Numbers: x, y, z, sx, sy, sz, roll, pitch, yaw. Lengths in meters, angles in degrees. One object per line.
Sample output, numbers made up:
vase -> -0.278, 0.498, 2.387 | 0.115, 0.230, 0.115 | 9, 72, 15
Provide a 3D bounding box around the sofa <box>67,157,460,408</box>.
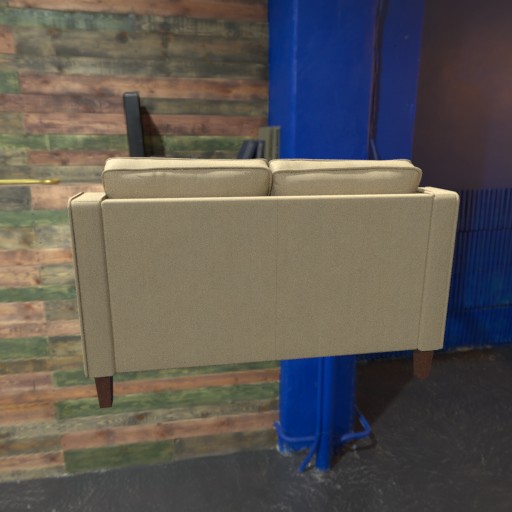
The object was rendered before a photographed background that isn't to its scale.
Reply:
sofa -> 0.000, 0.000, 2.203 | 1.501, 0.971, 0.987 | -2, 14, -9
